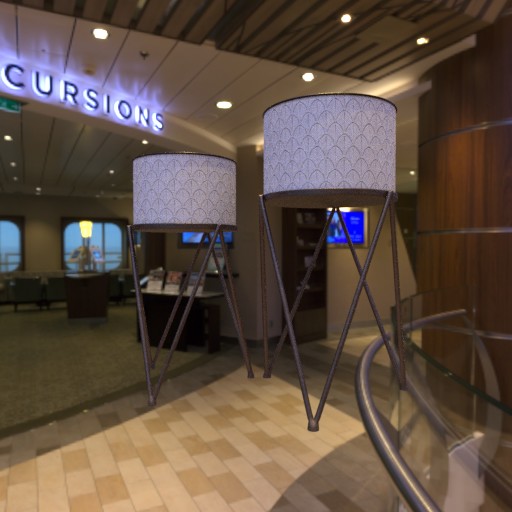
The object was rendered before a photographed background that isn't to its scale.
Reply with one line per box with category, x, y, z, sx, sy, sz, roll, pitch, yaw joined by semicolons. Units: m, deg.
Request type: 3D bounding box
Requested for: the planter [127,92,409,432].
planter;0.000;0.000;1.154;0.769;0.712;0.413;0;1;17
